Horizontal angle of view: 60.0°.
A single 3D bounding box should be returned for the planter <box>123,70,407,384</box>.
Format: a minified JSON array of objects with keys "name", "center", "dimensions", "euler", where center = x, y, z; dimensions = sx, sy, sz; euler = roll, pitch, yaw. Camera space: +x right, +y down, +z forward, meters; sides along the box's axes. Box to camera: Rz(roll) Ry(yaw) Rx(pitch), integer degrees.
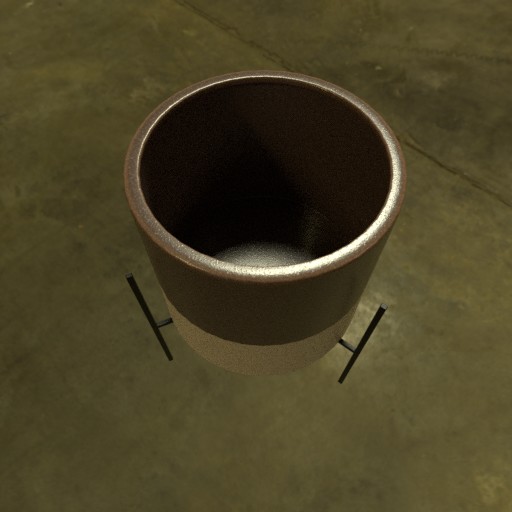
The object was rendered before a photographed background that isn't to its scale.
[{"name":"planter","center":[0.000,0.000,0.521],"dimensions":[0.250,0.353,0.260],"euler":[1,59,0]}]
